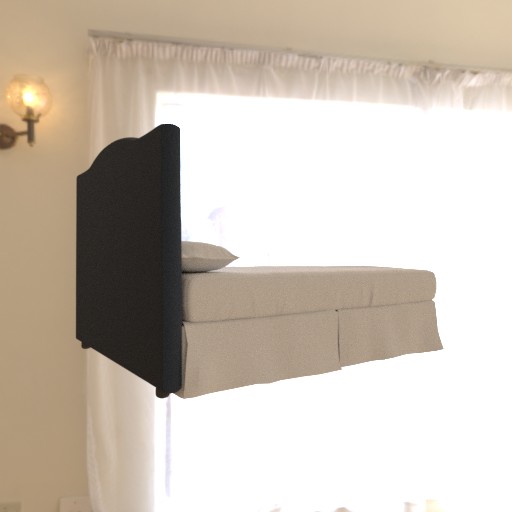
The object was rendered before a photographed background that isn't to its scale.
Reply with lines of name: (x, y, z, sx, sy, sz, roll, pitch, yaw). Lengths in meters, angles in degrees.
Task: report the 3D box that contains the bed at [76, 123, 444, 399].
bed: (0.000, 0.000, 3.458, 2.282, 1.436, 1.821, 0, 0, -35)
